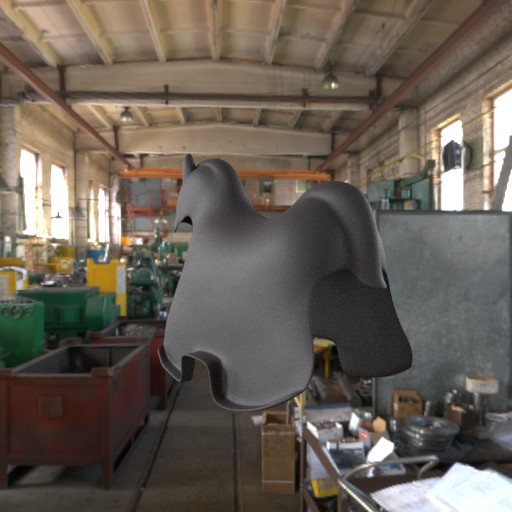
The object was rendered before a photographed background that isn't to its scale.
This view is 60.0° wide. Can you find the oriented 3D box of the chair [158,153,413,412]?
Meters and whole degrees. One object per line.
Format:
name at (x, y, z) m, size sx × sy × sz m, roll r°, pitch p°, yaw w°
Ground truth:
chair at (0.000, 0.000, 1.148) m, size 0.429 × 0.612 × 0.800 m, roll 0°, pitch 0°, yaw -37°
